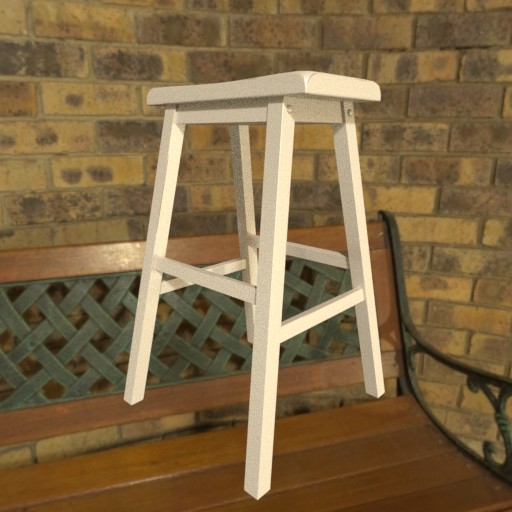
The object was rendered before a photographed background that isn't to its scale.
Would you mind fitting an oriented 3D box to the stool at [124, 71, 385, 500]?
[{"bbox_3d":[0.000,0.000,1.021,0.457,0.737,0.476,14,21,41],"label":"stool"}]
